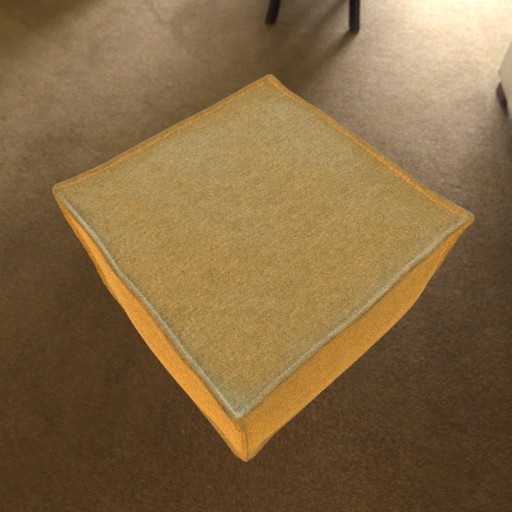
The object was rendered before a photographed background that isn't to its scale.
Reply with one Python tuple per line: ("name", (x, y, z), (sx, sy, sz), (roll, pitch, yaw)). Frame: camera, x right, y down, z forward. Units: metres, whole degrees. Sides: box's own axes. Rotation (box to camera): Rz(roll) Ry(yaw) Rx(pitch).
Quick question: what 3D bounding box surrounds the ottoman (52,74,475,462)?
("ottoman", (0.000, 0.000, 1.154), (0.696, 0.470, 0.707), (-36, 64, -20))
